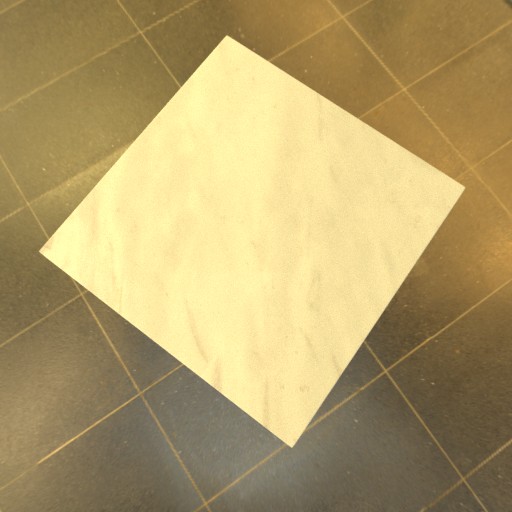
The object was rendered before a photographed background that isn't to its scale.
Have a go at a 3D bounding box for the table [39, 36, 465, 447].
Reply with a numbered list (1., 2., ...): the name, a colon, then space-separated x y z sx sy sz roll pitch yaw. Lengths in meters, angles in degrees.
1. table: 0.000 0.000 0.797 0.455 0.431 0.455 36 79 8
